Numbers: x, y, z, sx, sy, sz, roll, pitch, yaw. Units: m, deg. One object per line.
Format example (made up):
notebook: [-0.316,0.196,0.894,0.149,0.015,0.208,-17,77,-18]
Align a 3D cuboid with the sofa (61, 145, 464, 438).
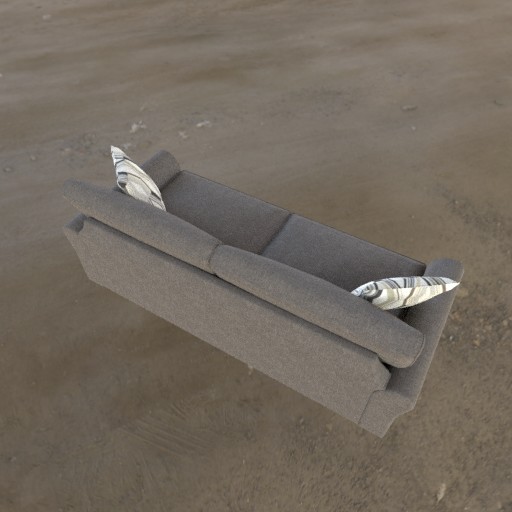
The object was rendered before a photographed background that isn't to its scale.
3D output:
sofa: [0.000,0.000,2.464,2.032,0.813,0.889,24,52,20]
